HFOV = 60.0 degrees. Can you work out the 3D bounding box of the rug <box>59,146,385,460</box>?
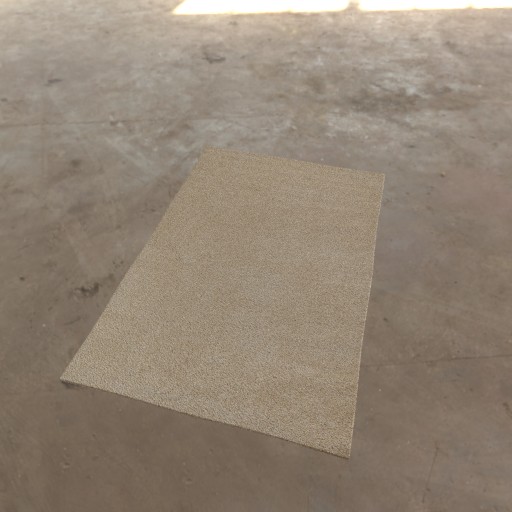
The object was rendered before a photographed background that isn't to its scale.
[{"bbox_3d":[0.000,0.000,3.490,1.800,0.025,2.699,11,48,10],"label":"rug"}]
